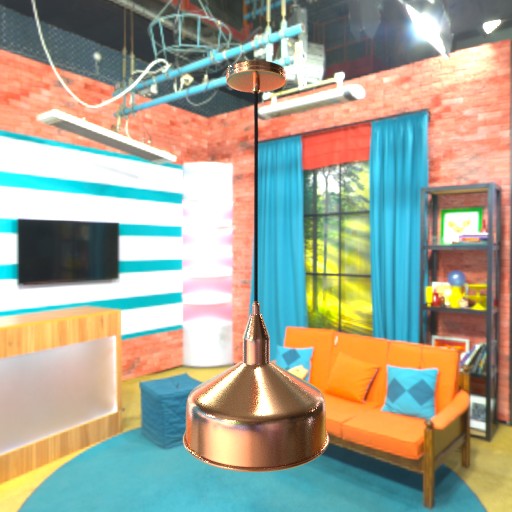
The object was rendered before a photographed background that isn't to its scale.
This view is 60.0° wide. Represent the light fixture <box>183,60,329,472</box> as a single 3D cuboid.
[{"bbox_3d":[0.000,0.000,0.919,0.301,0.754,0.301,0,1,-1],"label":"light fixture"}]
